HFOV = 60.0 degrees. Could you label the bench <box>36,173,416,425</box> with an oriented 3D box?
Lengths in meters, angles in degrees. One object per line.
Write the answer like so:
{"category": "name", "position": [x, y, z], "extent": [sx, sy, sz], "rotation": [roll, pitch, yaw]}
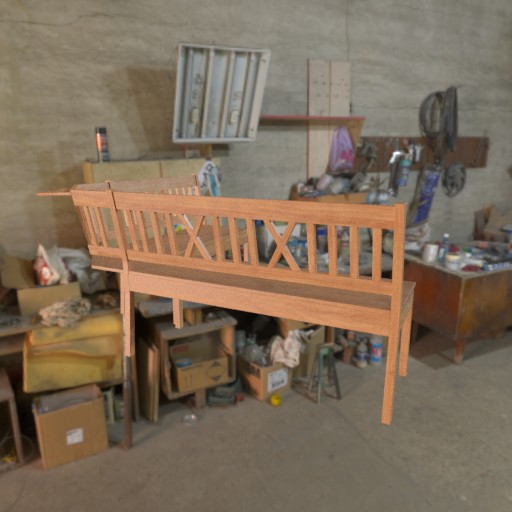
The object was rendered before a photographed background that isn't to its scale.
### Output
{"category": "bench", "position": [0.000, 0.000, 2.740], "extent": [1.937, 0.902, 1.537], "rotation": [7, 15, 26]}
